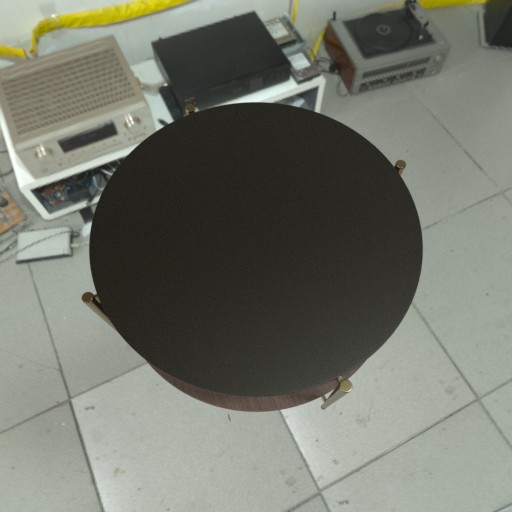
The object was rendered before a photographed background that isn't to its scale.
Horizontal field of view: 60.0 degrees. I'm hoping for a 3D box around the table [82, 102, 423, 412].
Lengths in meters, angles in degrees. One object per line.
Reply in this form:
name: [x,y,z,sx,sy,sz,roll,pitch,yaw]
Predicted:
table: [0.000,0.000,1.441,0.938,0.400,0.938,31,68,14]
